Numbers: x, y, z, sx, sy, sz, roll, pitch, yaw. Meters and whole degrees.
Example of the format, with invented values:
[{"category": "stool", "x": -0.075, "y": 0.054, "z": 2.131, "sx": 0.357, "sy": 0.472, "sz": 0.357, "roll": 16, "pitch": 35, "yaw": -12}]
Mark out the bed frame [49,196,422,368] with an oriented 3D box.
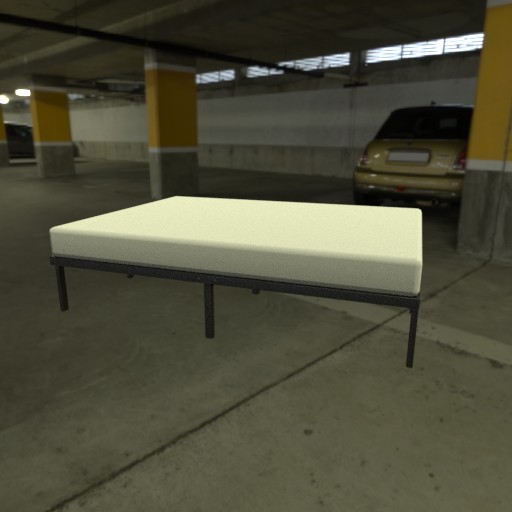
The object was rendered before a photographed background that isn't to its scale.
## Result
[{"category": "bed frame", "x": 0.000, "y": 0.000, "z": 3.793, "sx": 2.842, "sy": 0.680, "sz": 2.205, "roll": 8, "pitch": 17, "yaw": 26}]
